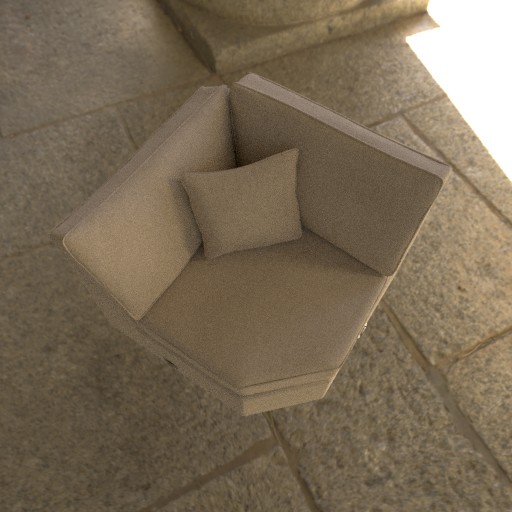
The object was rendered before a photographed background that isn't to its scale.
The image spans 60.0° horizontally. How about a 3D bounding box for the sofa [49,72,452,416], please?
[{"bbox_3d":[0.000,0.000,1.843,1.042,0.937,1.050,30,63,18],"label":"sofa"}]
